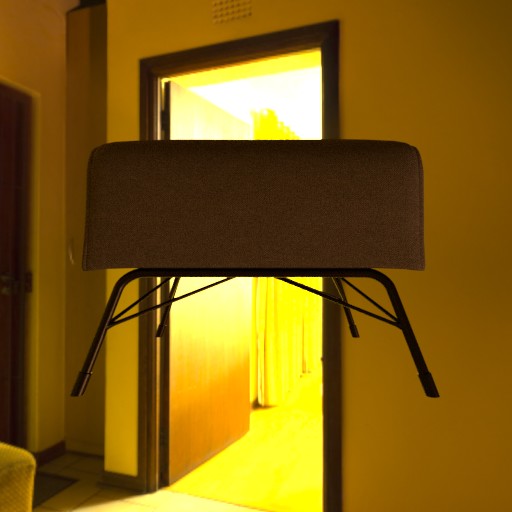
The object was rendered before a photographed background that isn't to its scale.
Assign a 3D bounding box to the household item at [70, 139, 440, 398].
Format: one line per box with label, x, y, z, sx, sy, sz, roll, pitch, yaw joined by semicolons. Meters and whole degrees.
household item;0.000;0.000;0.895;0.530;0.410;0.530;0;-1;1
